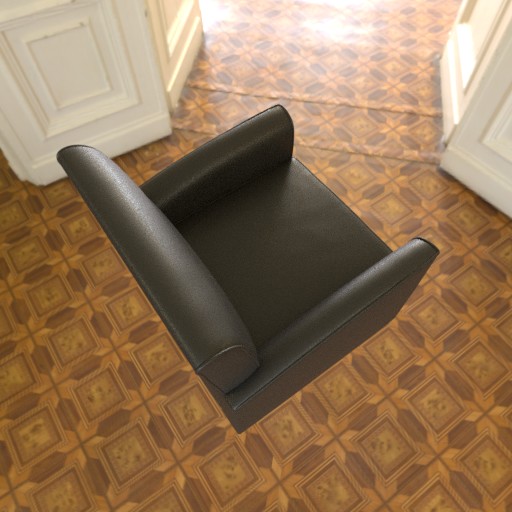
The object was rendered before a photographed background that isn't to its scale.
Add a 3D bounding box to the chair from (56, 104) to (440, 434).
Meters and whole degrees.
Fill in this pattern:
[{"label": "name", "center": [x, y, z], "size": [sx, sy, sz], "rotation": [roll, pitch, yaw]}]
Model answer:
[{"label": "chair", "center": [0.000, 0.000, 1.537], "size": [0.819, 0.916, 0.820], "rotation": [-32, 64, -17]}]
